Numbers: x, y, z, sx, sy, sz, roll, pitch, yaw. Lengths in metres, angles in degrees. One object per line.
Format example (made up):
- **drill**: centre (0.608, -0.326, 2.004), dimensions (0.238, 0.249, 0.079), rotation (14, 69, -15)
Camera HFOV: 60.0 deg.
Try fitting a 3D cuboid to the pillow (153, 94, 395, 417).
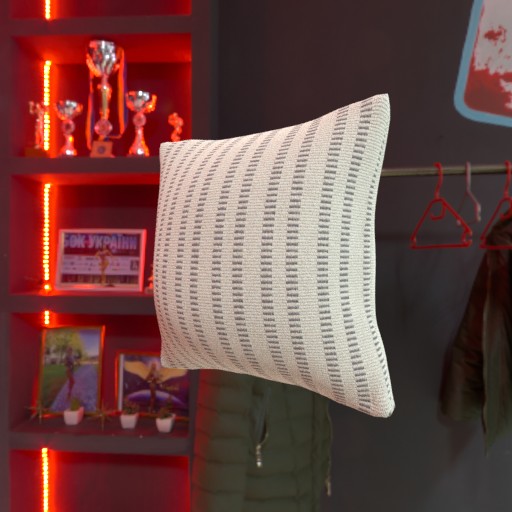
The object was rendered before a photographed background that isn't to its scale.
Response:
- **pillow**: centre (0.000, 0.000, 0.698), dimensions (0.438, 0.419, 0.247), rotation (0, 0, 37)
